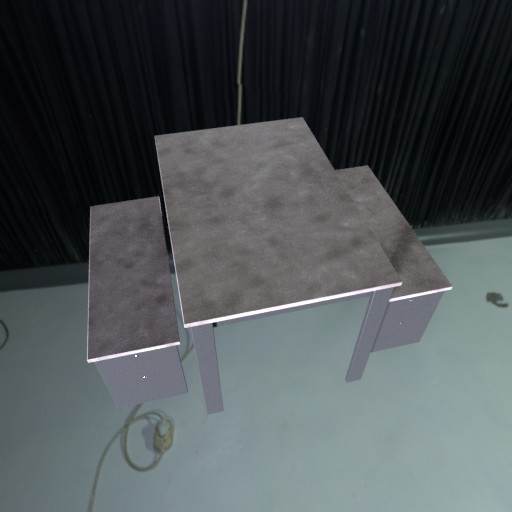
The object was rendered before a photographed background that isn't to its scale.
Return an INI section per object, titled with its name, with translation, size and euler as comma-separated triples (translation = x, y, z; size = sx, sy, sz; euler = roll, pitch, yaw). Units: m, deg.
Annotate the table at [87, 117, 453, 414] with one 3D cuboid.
[table]
translation = 0.000, 0.000, 2.039
size = 1.443, 0.700, 1.100
euler = -10, 48, -9
